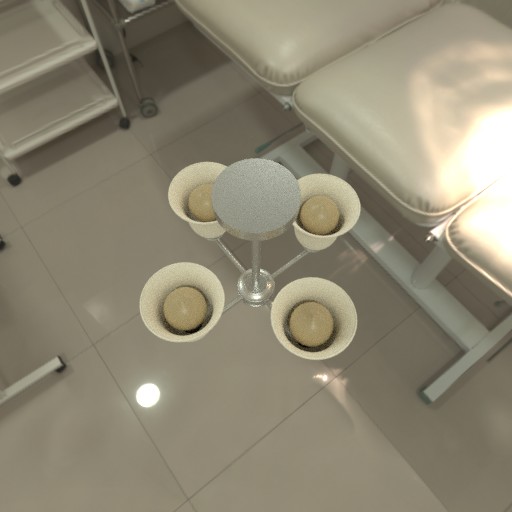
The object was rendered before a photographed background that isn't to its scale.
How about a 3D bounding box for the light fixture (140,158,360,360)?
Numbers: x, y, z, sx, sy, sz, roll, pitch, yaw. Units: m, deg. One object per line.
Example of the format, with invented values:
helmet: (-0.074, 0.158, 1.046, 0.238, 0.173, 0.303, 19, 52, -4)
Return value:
light fixture: (0.000, 0.000, 0.758, 0.427, 0.370, 0.427, -35, 68, -16)
